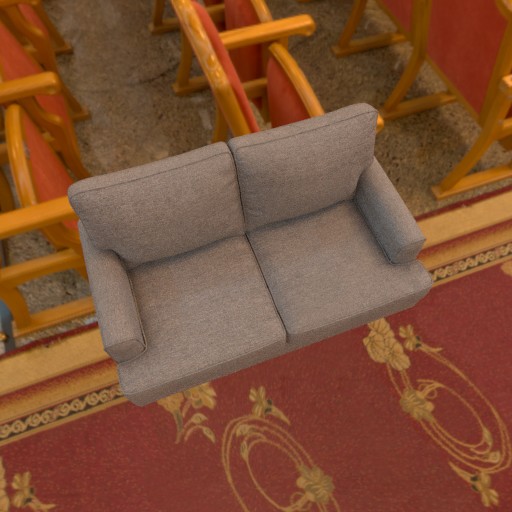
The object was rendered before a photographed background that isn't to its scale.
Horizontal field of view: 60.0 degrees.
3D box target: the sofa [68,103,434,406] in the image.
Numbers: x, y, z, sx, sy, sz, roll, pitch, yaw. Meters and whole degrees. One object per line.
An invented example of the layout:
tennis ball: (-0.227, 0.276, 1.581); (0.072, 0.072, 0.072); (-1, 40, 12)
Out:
sofa: (0.000, 0.000, 2.302); (1.651, 0.965, 0.965); (-18, 64, -9)
